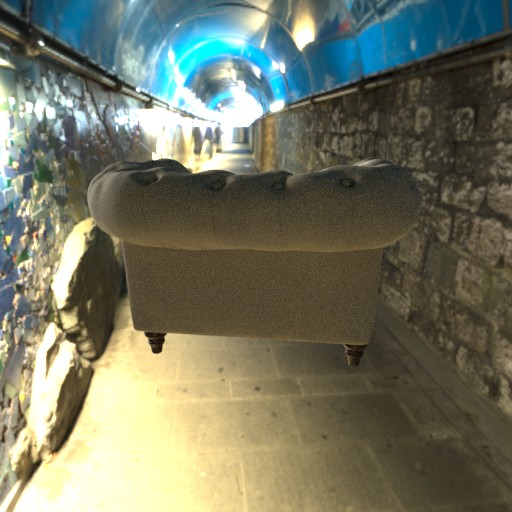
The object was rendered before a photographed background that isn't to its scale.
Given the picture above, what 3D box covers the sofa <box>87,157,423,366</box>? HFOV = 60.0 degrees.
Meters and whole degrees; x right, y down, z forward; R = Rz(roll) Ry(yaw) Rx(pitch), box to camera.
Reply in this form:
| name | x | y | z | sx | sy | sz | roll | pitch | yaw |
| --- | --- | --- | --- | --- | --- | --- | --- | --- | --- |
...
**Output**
| name | x | y | z | sx | sy | sz | roll | pitch | yaw |
| --- | --- | --- | --- | --- | --- | --- | --- | --- | --- |
| sofa | 0.000 | 0.000 | 2.076 | 1.405 | 0.878 | 1.034 | 2 | 16 | 7 |
